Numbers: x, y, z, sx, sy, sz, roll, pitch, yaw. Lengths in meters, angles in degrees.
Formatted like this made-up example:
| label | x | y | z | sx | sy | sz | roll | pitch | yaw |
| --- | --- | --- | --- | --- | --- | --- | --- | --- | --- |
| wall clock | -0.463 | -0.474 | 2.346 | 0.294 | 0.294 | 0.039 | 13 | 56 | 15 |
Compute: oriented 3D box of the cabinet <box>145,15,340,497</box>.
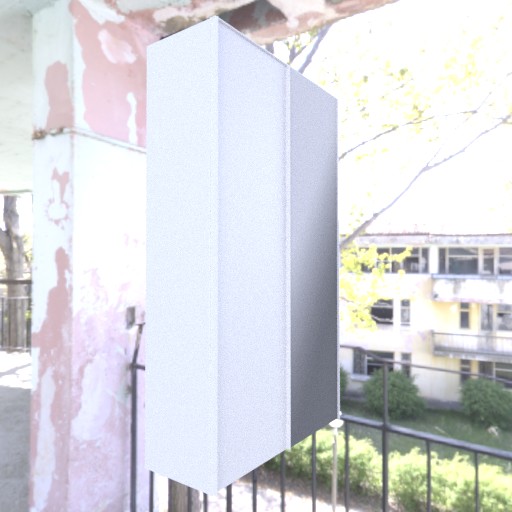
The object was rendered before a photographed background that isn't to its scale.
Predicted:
| label | x | y | z | sx | sy | sz | roll | pitch | yaw |
| --- | --- | --- | --- | --- | --- | --- | --- | --- | --- |
| cabinet | 0.000 | 0.000 | 2.623 | 0.480 | 2.160 | 1.250 | -1 | -1 | 36 |
